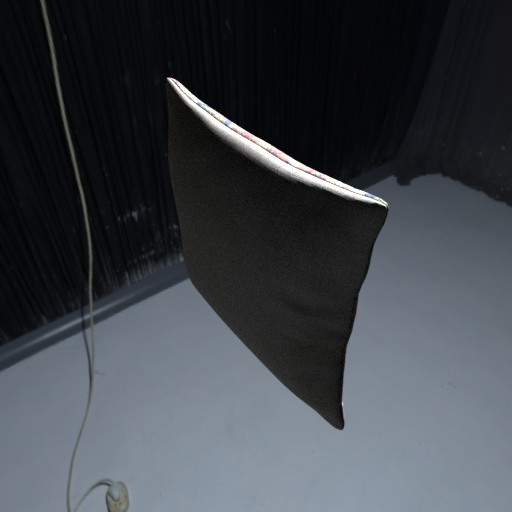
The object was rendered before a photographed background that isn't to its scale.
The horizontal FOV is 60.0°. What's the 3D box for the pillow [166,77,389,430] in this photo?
[{"bbox_3d":[0.000,0.000,0.817,0.166,0.506,0.523,-26,47,-27],"label":"pillow"}]
